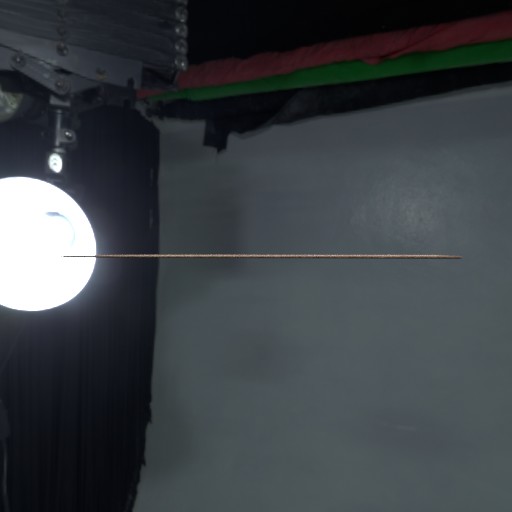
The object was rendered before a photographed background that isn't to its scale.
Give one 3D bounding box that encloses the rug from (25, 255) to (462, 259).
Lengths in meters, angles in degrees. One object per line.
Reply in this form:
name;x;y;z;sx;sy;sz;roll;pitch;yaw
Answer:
rug;0.000;0.000;2.900;2.286;0.011;1.524;0;0;18
